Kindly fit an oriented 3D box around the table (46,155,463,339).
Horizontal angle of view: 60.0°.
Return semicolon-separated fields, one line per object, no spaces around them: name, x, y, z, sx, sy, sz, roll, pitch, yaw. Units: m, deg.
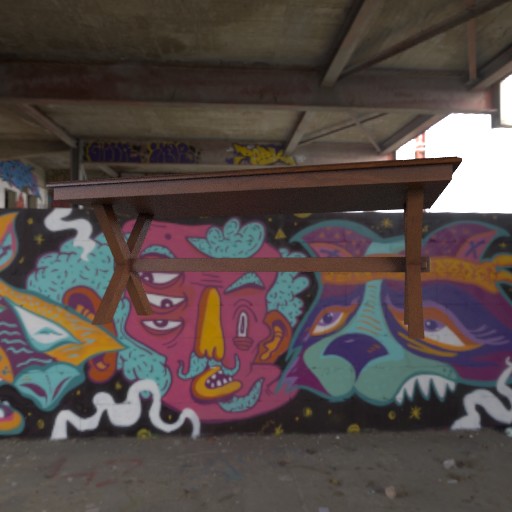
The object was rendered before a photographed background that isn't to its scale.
table;0.000;0.000;1.500;1.197;0.459;0.594;0;-1;16
